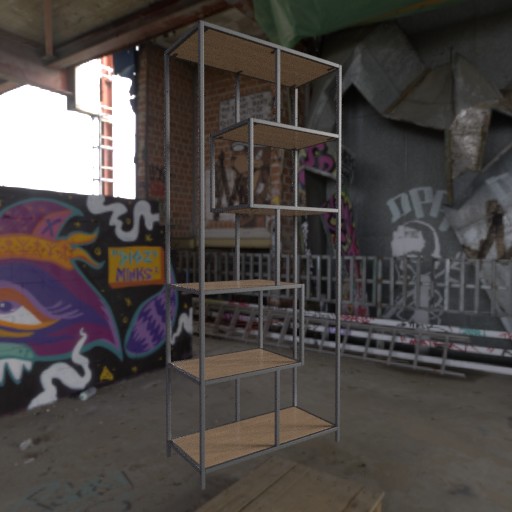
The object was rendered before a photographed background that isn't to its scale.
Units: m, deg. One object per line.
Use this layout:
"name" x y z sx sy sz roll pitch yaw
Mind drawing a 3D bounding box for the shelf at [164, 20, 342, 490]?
"shelf" 0.000 0.000 2.103 0.770 1.850 0.350 -1 2 -35
